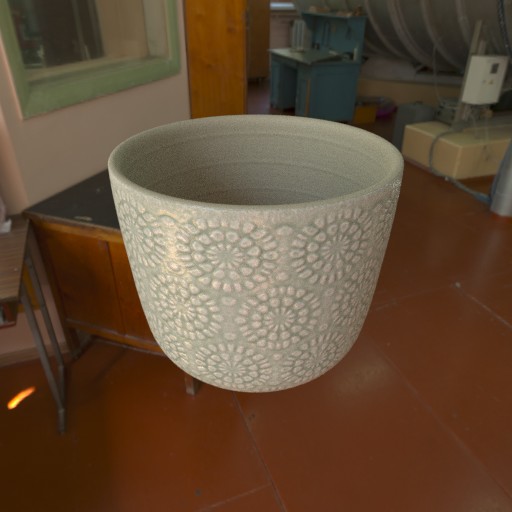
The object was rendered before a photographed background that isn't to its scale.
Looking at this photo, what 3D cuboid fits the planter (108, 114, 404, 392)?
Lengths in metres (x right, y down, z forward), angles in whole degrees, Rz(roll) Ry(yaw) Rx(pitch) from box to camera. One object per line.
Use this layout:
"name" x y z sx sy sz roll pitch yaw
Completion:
"planter" 0.000 0.000 0.220 0.124 0.109 0.124 0 31 0
